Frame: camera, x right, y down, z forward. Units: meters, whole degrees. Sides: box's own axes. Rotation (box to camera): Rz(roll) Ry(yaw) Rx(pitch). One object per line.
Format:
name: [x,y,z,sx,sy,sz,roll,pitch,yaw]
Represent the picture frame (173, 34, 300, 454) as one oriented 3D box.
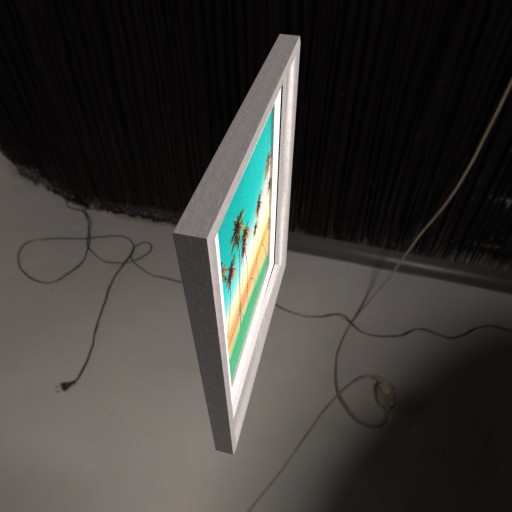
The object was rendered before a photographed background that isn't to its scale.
picture frame: [0.000,0.000,0.522,0.027,0.378,0.327,10,48,9]
